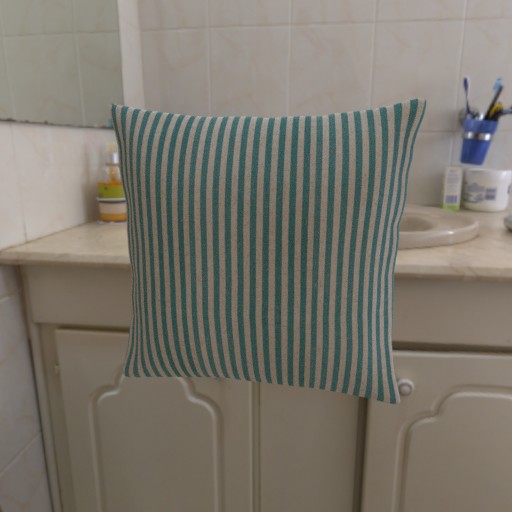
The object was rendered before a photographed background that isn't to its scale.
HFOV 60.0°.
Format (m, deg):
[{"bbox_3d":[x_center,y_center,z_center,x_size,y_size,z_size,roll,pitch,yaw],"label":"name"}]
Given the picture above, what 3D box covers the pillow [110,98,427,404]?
[{"bbox_3d":[0.000,0.000,0.770,0.523,0.510,0.166,2,13,10],"label":"pillow"}]
